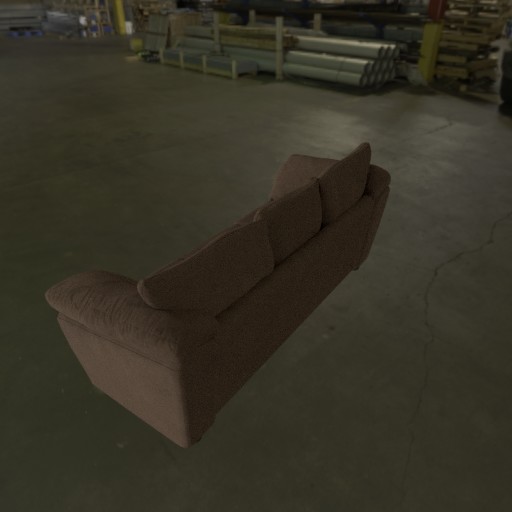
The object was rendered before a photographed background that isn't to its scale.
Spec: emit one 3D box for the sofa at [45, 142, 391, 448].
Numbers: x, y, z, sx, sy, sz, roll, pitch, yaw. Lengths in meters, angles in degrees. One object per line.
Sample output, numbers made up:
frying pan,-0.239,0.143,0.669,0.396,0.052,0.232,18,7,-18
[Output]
sofa,0.000,0.000,2.809,0.878,1.015,2.336,20,37,29
